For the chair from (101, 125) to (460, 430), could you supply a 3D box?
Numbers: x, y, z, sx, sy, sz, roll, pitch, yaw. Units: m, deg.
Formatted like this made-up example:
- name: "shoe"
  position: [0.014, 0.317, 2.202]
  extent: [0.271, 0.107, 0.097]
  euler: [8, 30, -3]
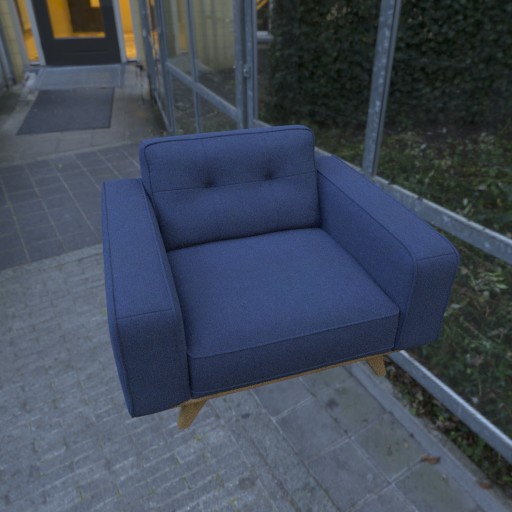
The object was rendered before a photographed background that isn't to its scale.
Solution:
- name: "chair"
  position: [0.000, 0.000, 1.740]
  extent: [1.118, 0.783, 0.953]
  euler: [-10, 34, -15]
